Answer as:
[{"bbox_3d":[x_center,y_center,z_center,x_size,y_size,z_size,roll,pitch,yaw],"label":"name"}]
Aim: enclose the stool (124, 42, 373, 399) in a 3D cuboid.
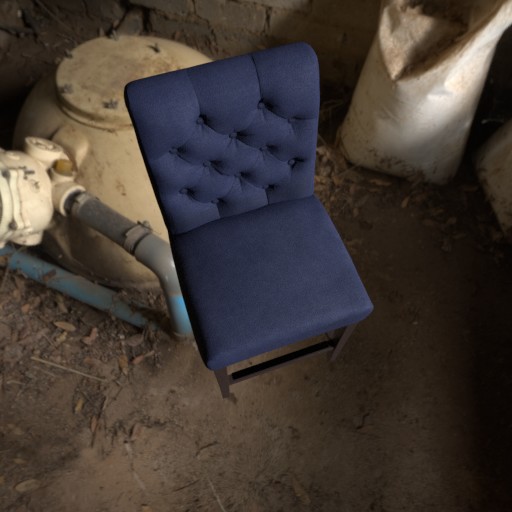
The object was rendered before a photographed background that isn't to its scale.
[{"bbox_3d":[0.000,0.000,1.362,0.493,1.010,0.601,-17,64,-8],"label":"stool"}]
